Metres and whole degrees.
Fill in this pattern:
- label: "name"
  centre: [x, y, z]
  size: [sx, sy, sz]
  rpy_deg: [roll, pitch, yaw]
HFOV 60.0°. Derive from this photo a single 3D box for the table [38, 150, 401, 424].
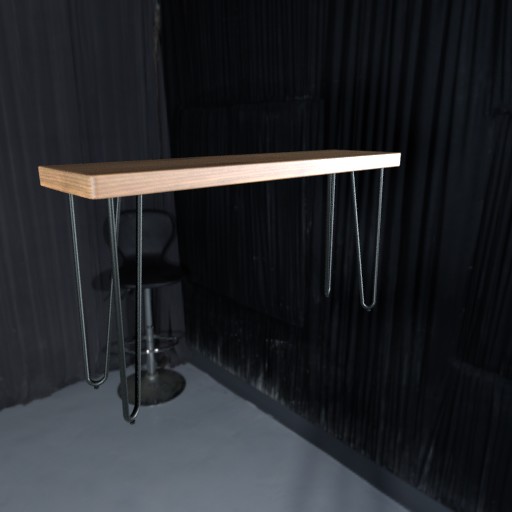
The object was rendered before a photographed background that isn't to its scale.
- label: "table"
  centre: [0.000, 0.000, 1.927]
  size: [1.570, 0.834, 0.425]
  rpy_deg: [-15, 22, -41]
